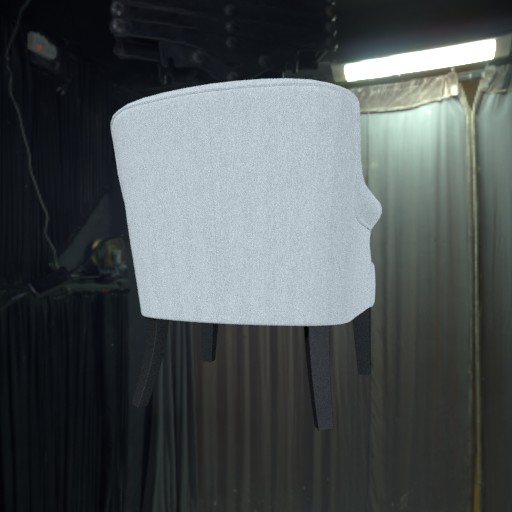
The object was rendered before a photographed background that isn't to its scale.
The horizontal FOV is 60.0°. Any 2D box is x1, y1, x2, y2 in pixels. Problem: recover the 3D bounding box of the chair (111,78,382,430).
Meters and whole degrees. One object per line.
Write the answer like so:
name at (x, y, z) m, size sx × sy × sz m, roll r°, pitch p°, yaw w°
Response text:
chair at (0.000, 0.000, 1.460) m, size 0.781 × 0.875 × 0.750 m, roll 0°, pitch 0°, yaw 19°
